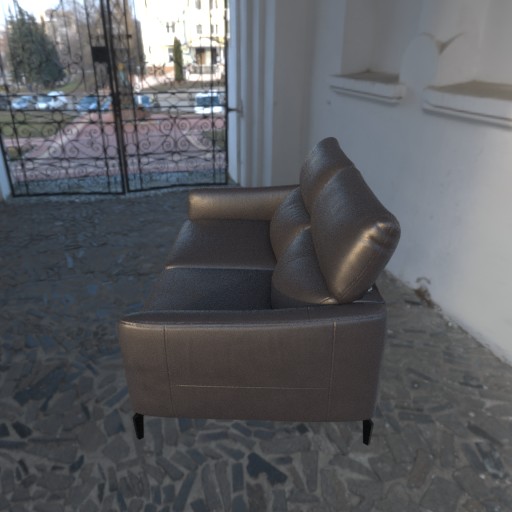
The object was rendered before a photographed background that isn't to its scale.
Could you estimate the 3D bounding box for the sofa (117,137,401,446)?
[{"bbox_3d":[0.000,0.000,2.188,0.958,0.920,1.596,1,25,1],"label":"sofa"}]
